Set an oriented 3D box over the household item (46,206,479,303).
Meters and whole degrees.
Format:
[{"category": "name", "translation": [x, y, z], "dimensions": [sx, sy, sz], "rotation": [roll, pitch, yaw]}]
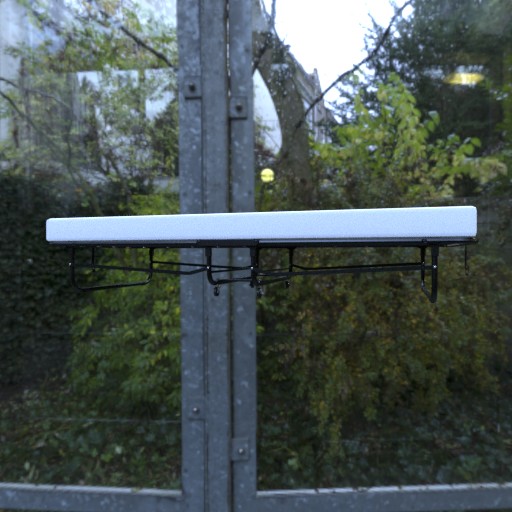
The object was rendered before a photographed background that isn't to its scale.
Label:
[{"category": "household item", "translation": [0.000, 0.000, 2.177], "dimensions": [1.905, 0.356, 0.787], "rotation": [0, 0, 17]}]
